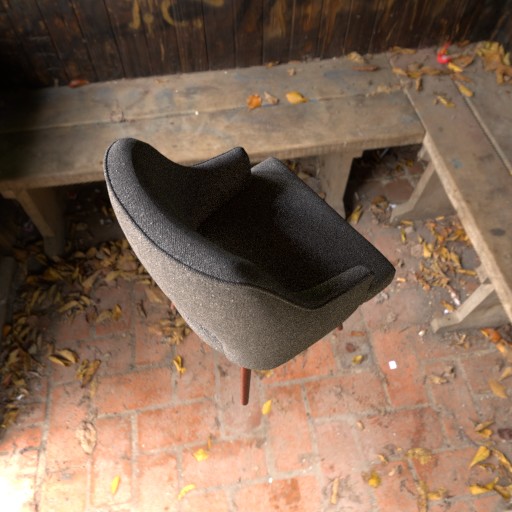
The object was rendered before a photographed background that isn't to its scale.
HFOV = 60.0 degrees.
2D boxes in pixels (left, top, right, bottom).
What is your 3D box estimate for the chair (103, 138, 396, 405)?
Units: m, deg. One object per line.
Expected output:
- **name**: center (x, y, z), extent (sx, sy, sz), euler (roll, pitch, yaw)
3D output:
- **chair**: center (0.000, 0.000, 1.304), extent (0.629, 0.875, 0.608), euler (-33, 64, -19)
